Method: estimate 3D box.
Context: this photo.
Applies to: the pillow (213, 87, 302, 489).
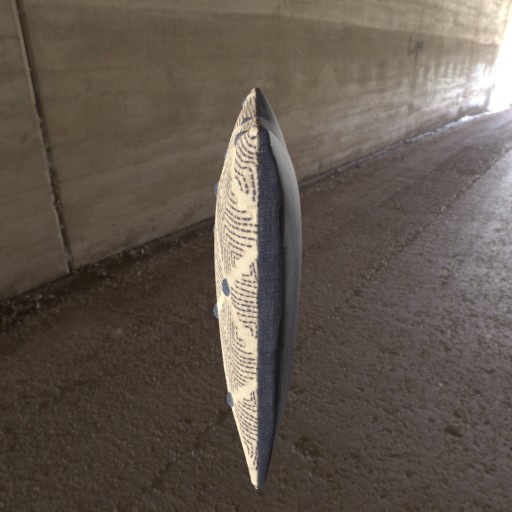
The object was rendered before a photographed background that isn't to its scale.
[{"bbox_3d":[0.000,0.000,0.763,0.145,0.510,0.510,0,25,0],"label":"pillow"}]
